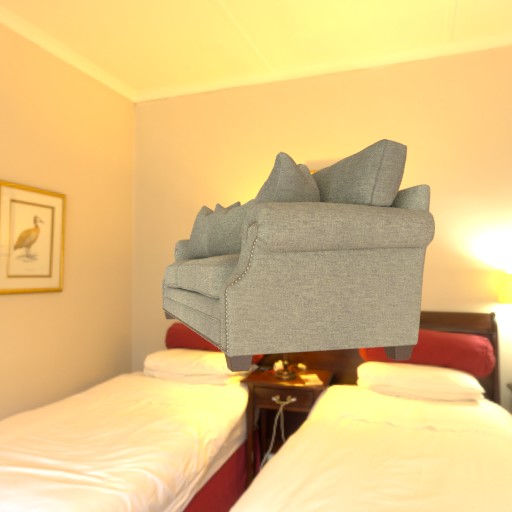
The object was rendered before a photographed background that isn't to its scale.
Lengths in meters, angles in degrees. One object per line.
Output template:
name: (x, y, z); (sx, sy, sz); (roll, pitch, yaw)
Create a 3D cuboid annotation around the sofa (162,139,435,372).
sofa: (0.000, 0.000, 2.844); (0.965, 0.975, 2.312); (1, -2, -18)
